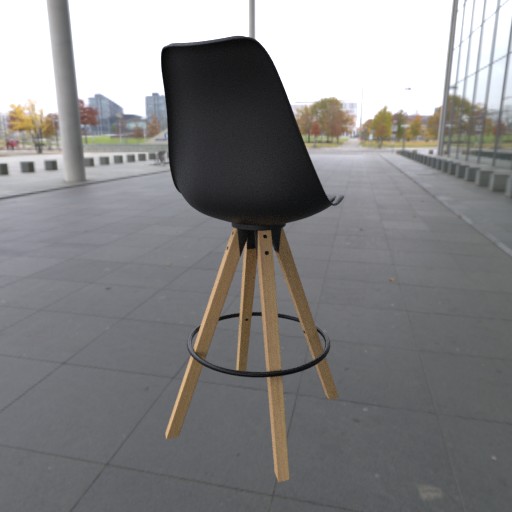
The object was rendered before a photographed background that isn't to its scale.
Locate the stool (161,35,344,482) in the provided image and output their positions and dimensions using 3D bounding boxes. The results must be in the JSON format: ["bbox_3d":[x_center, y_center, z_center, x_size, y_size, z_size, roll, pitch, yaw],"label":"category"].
[{"bbox_3d":[0.000,0.000,1.346,0.485,1.115,0.550,8,17,27],"label":"stool"}]
